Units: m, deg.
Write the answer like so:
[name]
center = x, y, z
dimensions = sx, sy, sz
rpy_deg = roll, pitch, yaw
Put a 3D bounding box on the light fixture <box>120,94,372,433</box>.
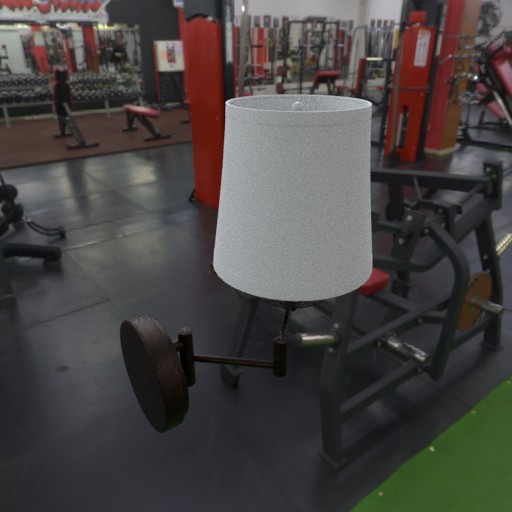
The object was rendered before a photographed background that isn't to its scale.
[light fixture]
center = 0.000, 0.000, 0.265
dimensions = 0.157, 0.172, 0.100
rpy_deg = -17, 30, -31
